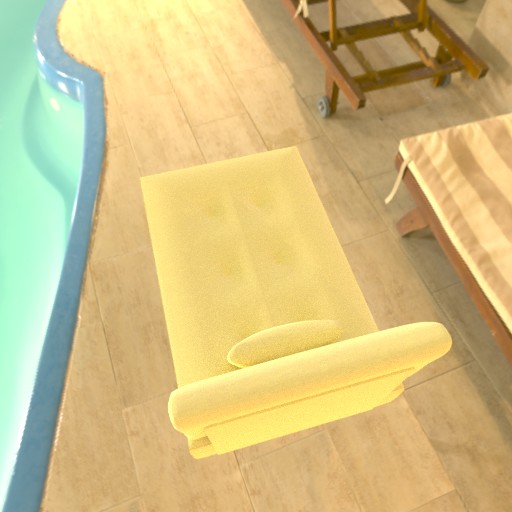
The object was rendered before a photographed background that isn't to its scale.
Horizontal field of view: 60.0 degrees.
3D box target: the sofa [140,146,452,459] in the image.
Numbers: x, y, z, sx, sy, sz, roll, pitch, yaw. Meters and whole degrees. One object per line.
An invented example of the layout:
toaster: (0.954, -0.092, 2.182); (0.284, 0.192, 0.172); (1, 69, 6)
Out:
sofa: (0.000, 0.000, 2.017); (0.930, 0.820, 1.450); (-13, 59, -8)
